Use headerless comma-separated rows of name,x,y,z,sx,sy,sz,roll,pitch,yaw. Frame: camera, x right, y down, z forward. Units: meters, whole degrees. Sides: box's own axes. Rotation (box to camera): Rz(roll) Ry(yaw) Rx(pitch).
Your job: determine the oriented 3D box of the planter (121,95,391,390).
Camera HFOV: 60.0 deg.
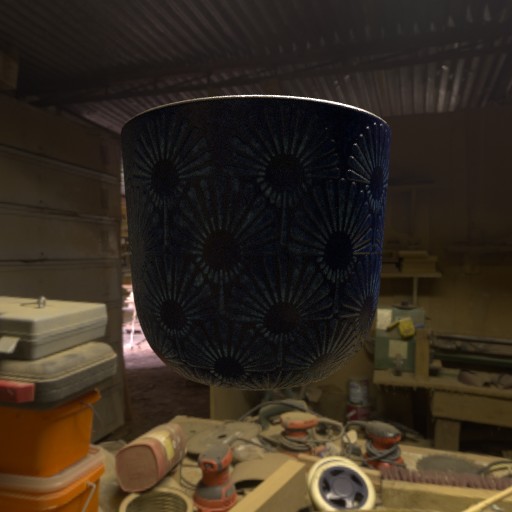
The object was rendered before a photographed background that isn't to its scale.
planter,0.000,0.000,0.291,0.170,0.153,0.170,0,0,0
